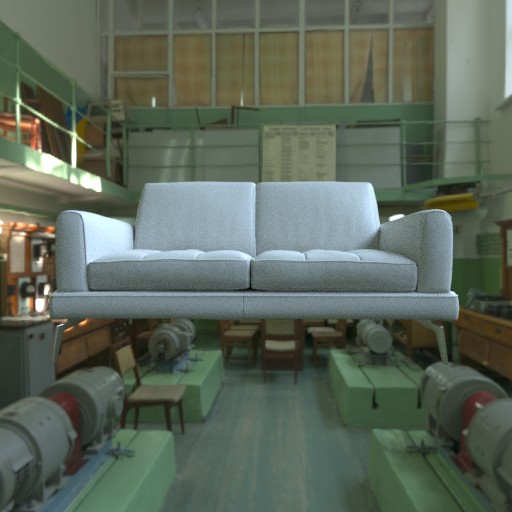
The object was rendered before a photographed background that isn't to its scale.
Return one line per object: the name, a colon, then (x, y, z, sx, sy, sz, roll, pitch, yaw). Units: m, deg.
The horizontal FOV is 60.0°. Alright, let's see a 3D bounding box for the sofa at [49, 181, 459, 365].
sofa: (0.000, 0.000, 2.448, 1.819, 0.930, 1.121, 0, 0, 1)
